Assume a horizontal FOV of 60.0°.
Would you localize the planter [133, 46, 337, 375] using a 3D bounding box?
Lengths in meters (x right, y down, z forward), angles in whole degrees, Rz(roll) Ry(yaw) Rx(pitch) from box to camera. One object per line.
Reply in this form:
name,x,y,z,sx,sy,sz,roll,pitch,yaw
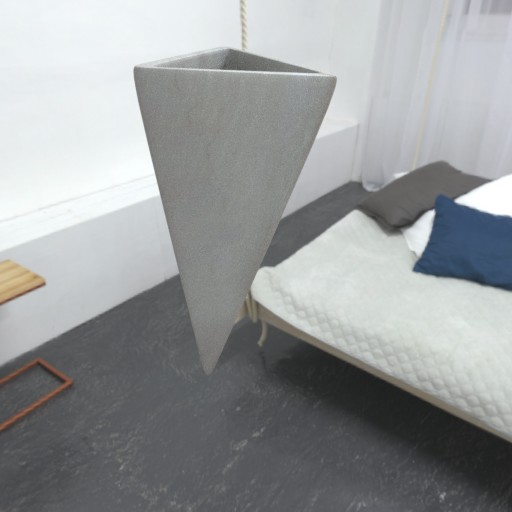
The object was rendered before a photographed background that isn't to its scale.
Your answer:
planter,0.000,0.000,0.157,0.047,0.130,0.058,10,31,17
